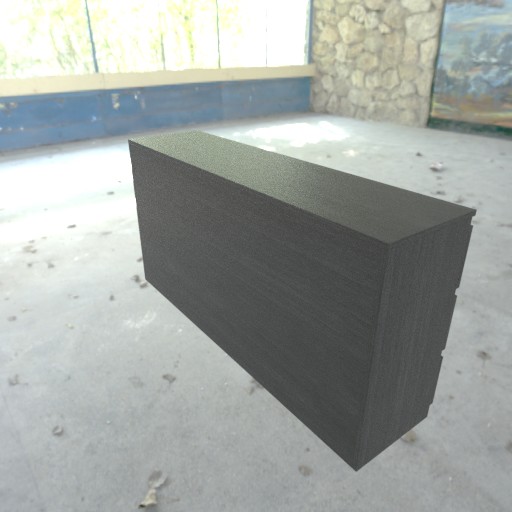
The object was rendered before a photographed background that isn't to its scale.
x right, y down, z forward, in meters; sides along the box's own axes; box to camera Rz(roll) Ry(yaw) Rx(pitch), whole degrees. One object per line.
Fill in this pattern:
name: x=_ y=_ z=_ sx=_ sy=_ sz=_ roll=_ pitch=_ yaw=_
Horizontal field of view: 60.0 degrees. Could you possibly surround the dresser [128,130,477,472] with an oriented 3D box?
dresser: x=0.000 y=0.000 z=1.916 sx=0.400 sy=0.795 sz=1.590 roll=-18 pitch=31 yaw=-33
